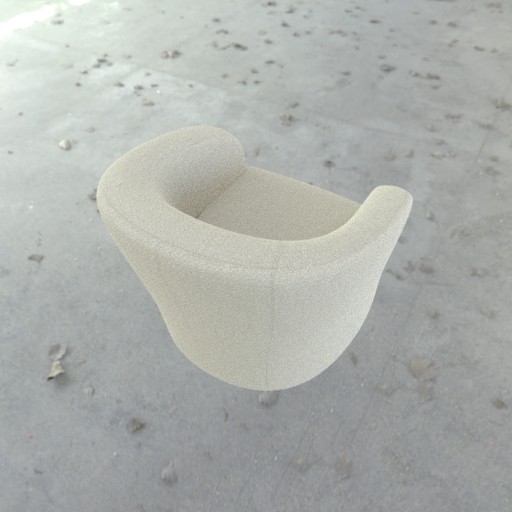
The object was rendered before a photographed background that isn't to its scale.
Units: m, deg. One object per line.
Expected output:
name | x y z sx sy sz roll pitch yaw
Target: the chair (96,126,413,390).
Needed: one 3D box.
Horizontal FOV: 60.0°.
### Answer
chair | 0.000 0.000 1.443 0.791 0.771 0.815 24 50 21
